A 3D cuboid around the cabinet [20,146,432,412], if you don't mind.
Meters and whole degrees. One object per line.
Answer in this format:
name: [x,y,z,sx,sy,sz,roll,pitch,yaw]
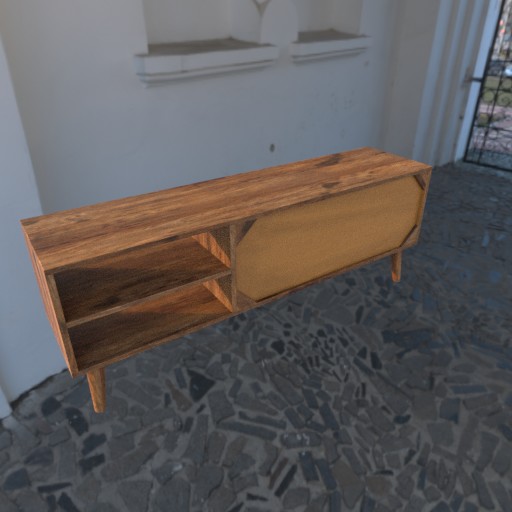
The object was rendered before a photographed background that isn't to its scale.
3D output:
cabinet: [0.000,0.000,1.663,1.448,0.528,0.349,-18,34,-29]
